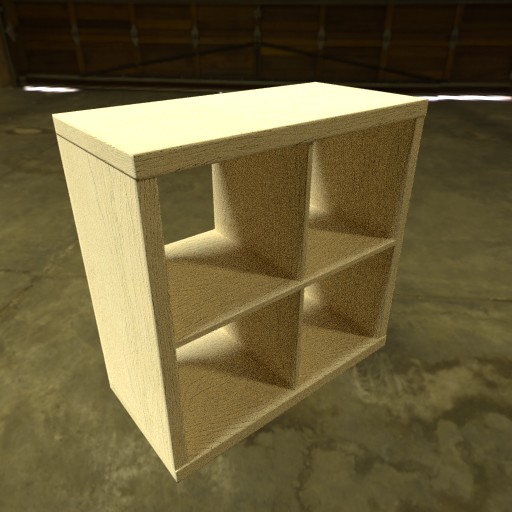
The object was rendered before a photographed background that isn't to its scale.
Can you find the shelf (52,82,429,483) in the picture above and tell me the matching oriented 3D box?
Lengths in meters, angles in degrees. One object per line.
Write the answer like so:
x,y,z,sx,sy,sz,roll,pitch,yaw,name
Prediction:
0.000,0.000,1.208,0.790,0.786,0.390,-21,35,-33,shelf
